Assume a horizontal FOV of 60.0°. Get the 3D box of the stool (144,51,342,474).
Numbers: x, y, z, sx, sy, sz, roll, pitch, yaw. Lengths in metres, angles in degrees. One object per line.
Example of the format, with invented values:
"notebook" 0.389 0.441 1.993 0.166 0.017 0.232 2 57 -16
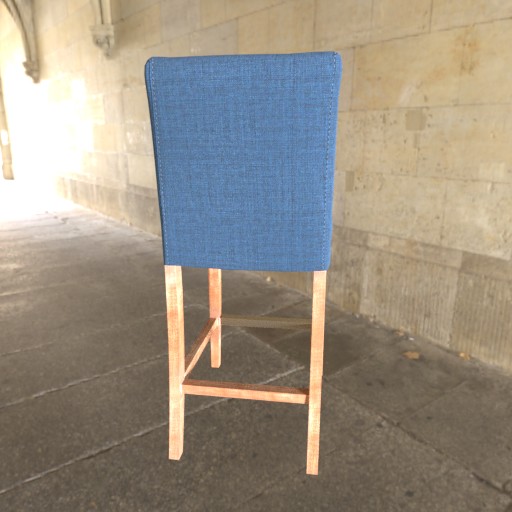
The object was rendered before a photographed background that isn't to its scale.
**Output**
"stool" 0.000 0.000 1.332 0.454 1.039 0.567 2 15 8
